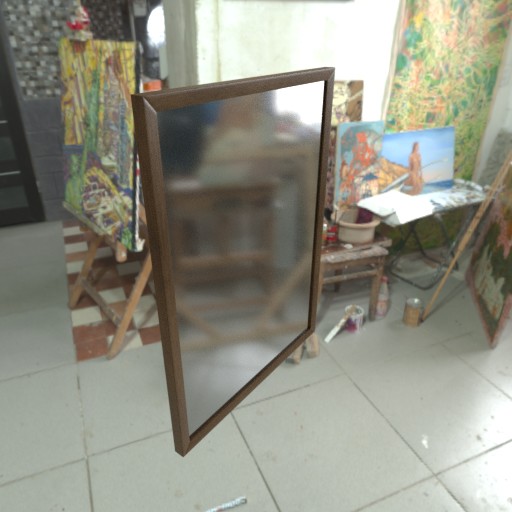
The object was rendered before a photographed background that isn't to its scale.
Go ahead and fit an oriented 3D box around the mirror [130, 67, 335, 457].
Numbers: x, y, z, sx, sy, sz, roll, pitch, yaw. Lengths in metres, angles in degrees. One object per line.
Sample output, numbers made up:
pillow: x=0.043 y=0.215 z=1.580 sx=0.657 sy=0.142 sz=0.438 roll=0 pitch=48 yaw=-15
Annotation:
mirror: x=0.000 y=0.000 z=1.354 sx=0.040 sy=1.016 sz=0.762 roll=20 pitch=33 yaw=32
